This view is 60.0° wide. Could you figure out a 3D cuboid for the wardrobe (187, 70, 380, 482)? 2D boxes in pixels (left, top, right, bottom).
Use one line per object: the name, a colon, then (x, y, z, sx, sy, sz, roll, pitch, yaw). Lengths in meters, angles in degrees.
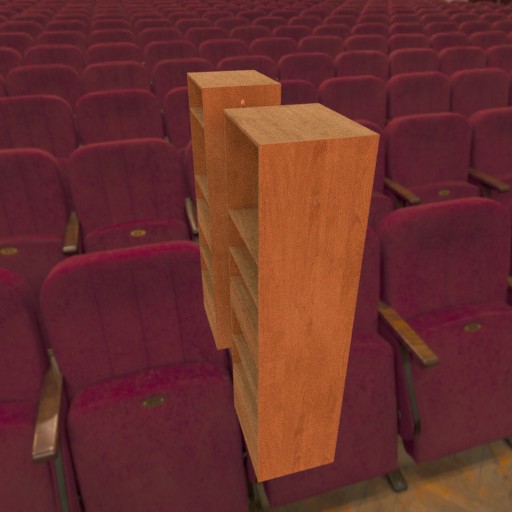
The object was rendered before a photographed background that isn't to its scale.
wardrobe: (0.000, 0.000, 2.880, 0.480, 2.000, 1.770, -8, 31, -14)
